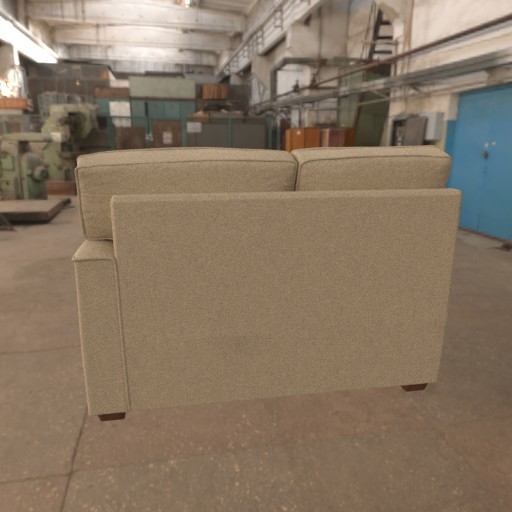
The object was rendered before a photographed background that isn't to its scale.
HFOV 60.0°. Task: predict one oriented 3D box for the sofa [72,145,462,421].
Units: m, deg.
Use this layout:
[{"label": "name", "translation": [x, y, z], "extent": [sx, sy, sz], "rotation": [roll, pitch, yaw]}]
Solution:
[{"label": "sofa", "translation": [0.000, 0.000, 2.026], "extent": [1.388, 0.989, 0.991], "rotation": [-2, 15, -9]}]
